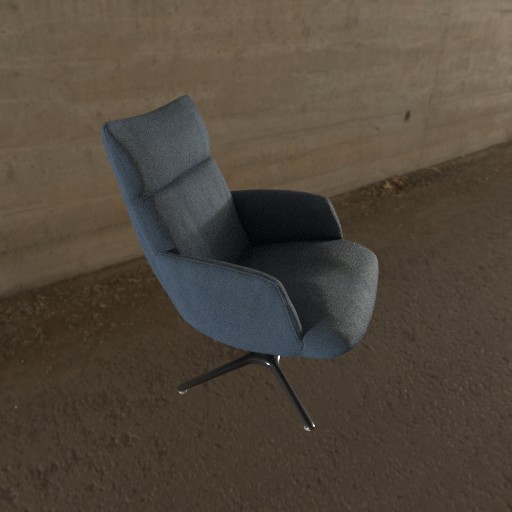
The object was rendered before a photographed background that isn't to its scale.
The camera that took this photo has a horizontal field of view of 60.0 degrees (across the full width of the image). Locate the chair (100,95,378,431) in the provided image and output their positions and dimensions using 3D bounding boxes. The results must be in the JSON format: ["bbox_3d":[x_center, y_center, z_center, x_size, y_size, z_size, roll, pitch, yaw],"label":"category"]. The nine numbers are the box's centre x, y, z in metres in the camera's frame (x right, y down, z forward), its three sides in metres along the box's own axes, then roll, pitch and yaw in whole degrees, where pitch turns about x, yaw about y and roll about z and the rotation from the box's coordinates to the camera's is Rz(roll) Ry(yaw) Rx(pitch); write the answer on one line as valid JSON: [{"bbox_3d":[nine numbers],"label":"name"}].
[{"bbox_3d":[0.000,0.000,1.639,0.889,1.016,0.711,10,31,17],"label":"chair"}]
